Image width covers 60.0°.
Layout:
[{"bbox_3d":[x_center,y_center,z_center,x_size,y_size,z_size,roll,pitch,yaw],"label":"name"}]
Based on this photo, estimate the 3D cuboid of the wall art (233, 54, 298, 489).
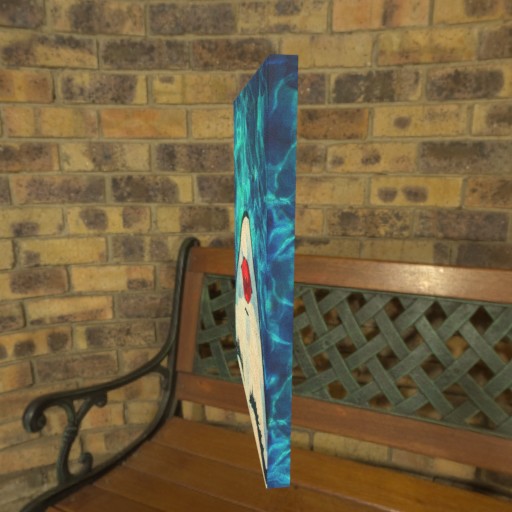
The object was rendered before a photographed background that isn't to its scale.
[{"bbox_3d":[0.000,0.000,0.873,0.038,0.635,0.508,-2,13,-8],"label":"wall art"}]
